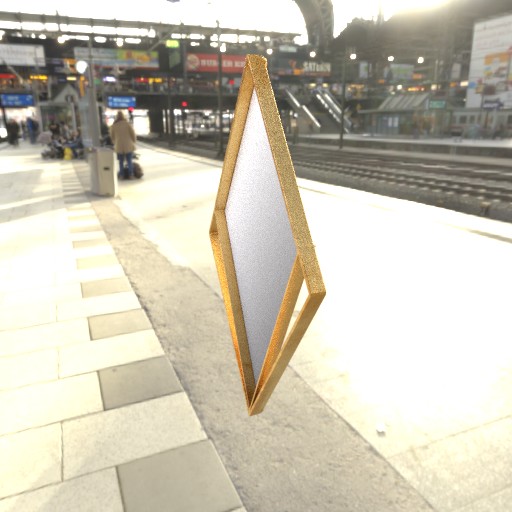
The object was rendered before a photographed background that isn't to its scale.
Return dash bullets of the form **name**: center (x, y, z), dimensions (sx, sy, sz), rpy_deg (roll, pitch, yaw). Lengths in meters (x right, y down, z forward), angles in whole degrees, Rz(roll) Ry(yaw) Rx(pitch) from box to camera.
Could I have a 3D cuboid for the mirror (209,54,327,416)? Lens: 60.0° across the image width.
- **mirror**: center (0.000, 0.000, 0.814), dimensions (0.032, 0.679, 0.419), rpy_deg (-8, 18, -25)
